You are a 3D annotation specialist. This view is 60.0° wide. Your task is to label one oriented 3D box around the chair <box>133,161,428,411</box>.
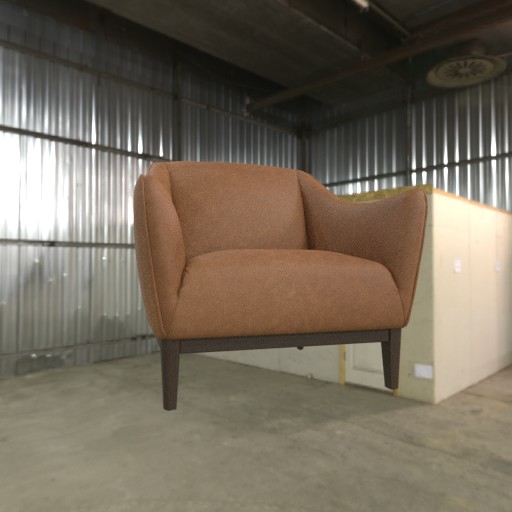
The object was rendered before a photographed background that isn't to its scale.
[{"bbox_3d":[0.000,0.000,1.613,0.871,0.830,0.852,0,-1,-16],"label":"chair"}]
